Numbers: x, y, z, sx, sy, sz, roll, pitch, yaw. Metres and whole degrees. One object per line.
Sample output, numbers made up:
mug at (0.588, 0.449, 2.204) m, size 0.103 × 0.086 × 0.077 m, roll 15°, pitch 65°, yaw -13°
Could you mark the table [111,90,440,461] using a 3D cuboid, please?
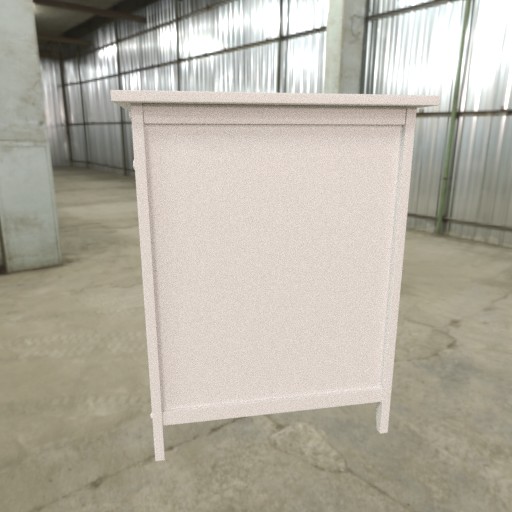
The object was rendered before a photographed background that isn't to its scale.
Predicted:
table at (0.000, 0.000, 0.743) m, size 0.381 × 0.483 × 0.381 m, roll -3°, pitch 15°, yaw -10°
